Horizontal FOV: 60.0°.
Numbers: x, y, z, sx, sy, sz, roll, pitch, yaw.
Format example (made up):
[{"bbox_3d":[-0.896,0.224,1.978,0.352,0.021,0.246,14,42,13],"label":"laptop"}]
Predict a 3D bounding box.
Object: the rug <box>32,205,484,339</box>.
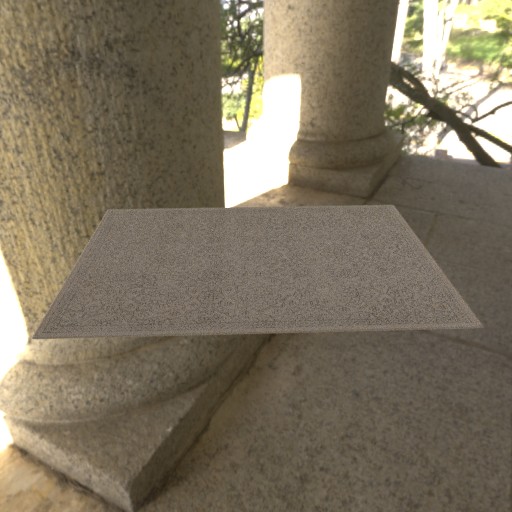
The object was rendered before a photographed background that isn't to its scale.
[{"bbox_3d":[0.000,0.000,2.885,2.286,0.011,1.524,-1,31,-2],"label":"rug"}]
